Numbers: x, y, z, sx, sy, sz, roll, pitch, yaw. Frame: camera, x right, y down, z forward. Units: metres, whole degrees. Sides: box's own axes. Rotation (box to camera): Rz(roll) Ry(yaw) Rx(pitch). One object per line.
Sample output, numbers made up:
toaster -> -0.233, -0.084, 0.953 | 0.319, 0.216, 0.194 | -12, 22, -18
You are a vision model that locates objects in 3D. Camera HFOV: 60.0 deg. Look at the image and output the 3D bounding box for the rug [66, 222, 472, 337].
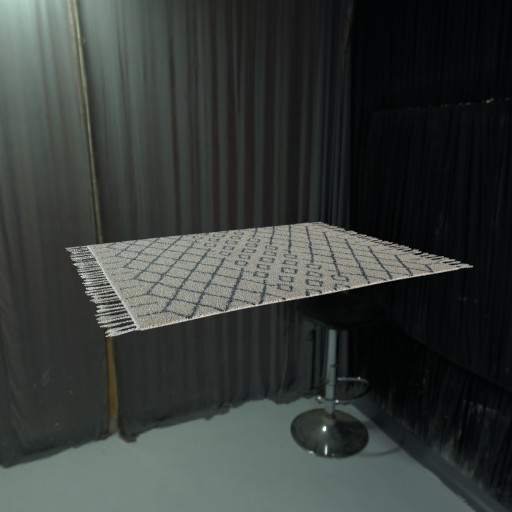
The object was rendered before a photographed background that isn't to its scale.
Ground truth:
rug -> 0.000, 0.000, 4.293 | 3.213, 0.030, 2.388 | -8, 17, -26
